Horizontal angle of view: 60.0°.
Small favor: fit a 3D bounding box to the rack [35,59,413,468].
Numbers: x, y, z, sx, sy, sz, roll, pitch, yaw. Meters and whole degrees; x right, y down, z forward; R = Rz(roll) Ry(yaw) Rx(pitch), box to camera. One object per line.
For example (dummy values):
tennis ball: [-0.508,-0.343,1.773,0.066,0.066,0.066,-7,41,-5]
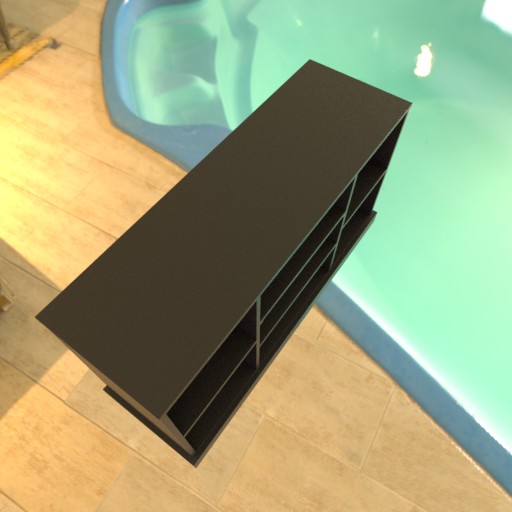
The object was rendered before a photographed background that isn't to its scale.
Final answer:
rack: [0.000,0.000,1.470,0.399,0.635,1.206,32,63,18]
